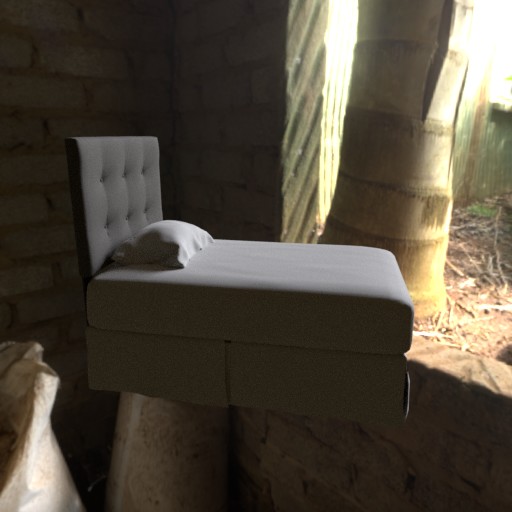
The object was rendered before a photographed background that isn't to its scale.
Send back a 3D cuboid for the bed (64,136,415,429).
[{"bbox_3d":[0.000,0.000,3.020,1.997,1.571,1.261,3,16,11],"label":"bed"}]
